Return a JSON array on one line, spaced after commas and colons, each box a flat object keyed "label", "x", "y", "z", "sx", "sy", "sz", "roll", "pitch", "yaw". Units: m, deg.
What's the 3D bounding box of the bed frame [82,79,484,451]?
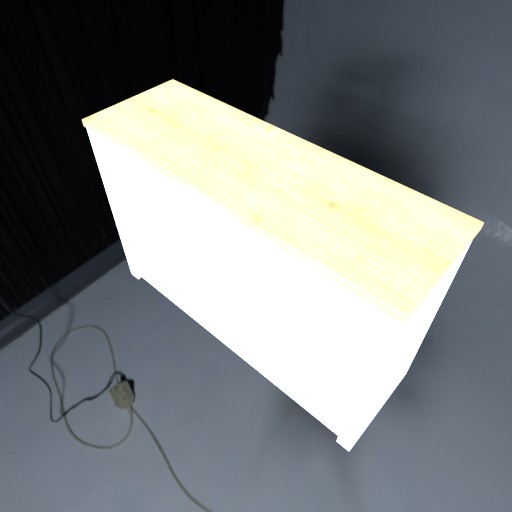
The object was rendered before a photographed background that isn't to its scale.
[{"label": "bed frame", "x": 0.000, "y": 0.000, "z": 1.715, "sx": 1.300, "sy": 0.850, "sz": 0.430, "roll": 33, "pitch": 55, "yaw": 27}]
